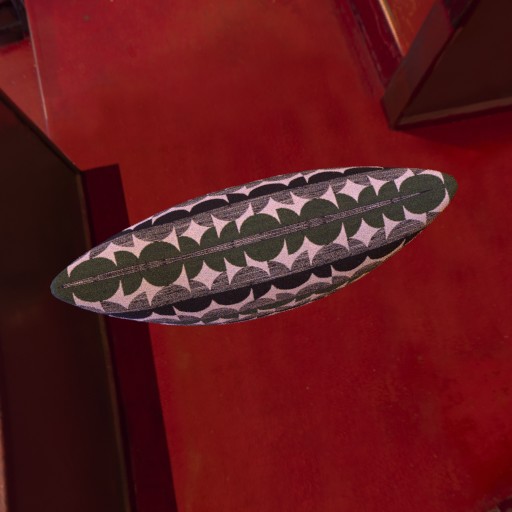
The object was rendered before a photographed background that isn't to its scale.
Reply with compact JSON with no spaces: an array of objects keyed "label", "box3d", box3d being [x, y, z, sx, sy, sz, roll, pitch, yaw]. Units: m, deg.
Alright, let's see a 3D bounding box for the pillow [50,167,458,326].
[{"label":"pillow","box3d":[0.000,0.000,0.628,0.419,0.404,0.180,-15,77,-4]}]
